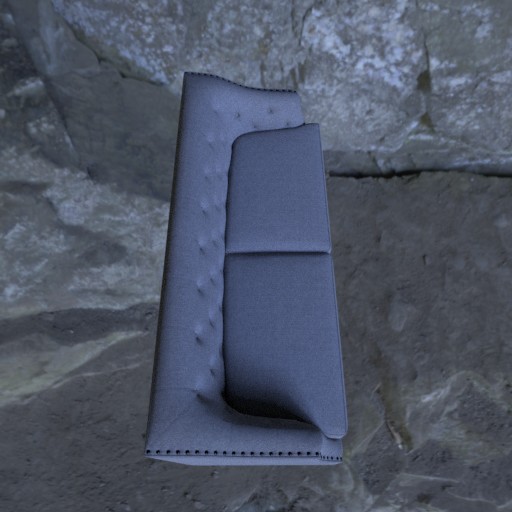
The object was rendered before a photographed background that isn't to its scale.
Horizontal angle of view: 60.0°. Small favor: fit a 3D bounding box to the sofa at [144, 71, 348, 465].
[{"bbox_3d":[0.000,0.000,2.645,0.914,0.901,2.235,0,62,0],"label":"sofa"}]
